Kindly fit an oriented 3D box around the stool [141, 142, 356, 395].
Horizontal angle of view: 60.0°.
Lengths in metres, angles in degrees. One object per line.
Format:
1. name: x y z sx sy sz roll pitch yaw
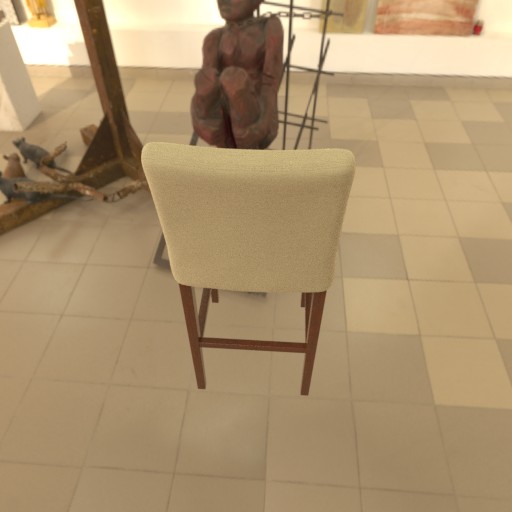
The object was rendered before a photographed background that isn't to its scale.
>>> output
1. stool: 0.000 0.000 1.397 0.470 1.078 0.577 3 46 3
